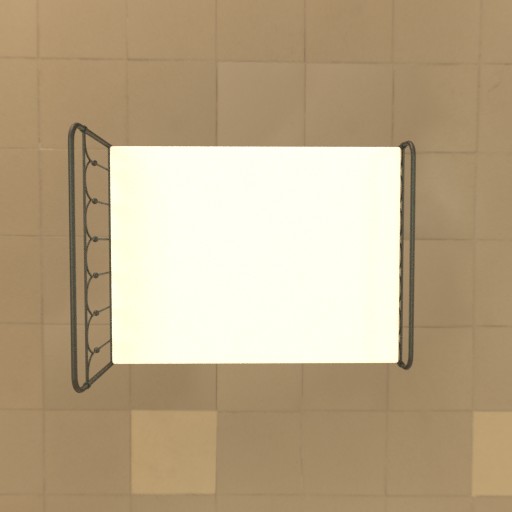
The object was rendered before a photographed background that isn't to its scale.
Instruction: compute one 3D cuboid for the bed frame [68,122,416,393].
[{"bbox_3d":[0.000,0.000,3.196,2.203,1.276,1.664,0,92,-1],"label":"bed frame"}]
